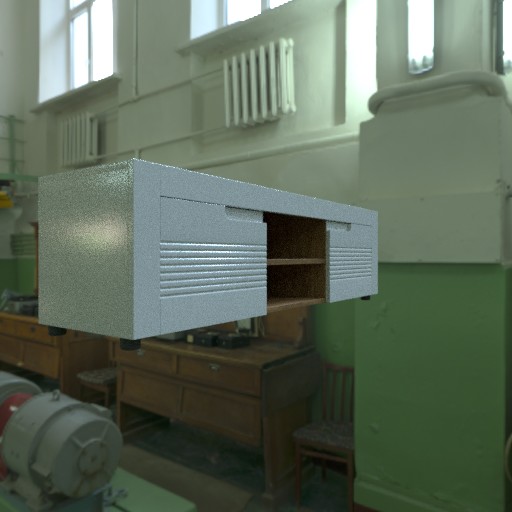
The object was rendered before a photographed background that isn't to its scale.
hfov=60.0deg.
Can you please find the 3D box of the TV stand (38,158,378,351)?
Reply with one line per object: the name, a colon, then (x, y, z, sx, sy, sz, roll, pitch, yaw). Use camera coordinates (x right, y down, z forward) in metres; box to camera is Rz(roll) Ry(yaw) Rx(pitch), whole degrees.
TV stand: (0.000, 0.000, 1.723, 0.410, 0.440, 1.500, 0, 0, 36)
